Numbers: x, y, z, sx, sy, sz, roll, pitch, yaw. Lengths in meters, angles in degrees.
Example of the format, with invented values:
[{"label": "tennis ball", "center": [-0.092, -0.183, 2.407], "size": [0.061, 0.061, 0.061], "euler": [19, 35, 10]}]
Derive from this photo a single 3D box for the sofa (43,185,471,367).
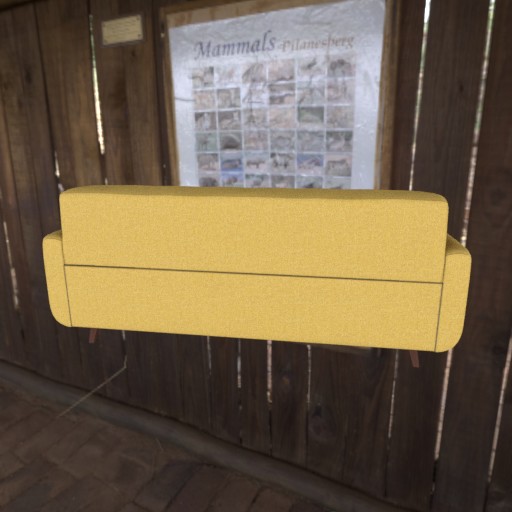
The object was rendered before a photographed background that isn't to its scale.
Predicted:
[{"label": "sofa", "center": [0.000, 0.000, 2.520], "size": [2.029, 0.841, 0.909], "euler": [2, 15, 9]}]
